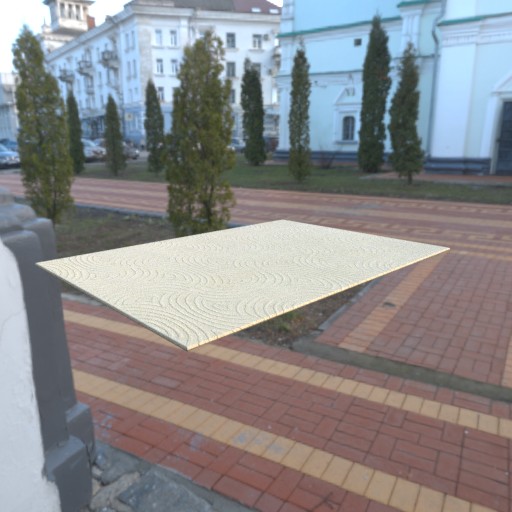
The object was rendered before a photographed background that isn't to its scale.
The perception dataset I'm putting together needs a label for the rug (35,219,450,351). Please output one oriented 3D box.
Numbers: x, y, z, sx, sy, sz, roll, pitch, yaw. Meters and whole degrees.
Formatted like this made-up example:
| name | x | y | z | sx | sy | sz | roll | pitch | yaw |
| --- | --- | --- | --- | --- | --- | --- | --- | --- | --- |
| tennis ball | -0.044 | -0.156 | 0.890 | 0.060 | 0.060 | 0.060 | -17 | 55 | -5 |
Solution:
| name | x | y | z | sx | sy | sz | roll | pitch | yaw |
| --- | --- | --- | --- | --- | --- | --- | --- | --- | --- |
| rug | 0.000 | 0.000 | 2.781 | 2.132 | 0.015 | 1.526 | -14 | 20 | -42 |
